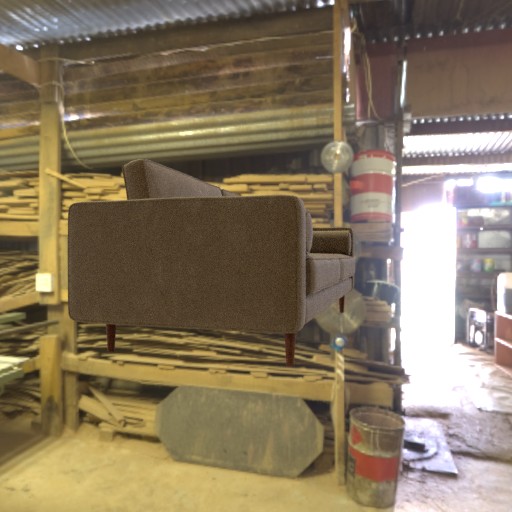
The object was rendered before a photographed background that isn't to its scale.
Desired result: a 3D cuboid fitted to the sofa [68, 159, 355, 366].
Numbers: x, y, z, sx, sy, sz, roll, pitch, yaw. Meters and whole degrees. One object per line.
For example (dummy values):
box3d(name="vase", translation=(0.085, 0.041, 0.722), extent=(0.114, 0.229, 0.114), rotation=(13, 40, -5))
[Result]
box3d(name="sofa", translation=(0.000, 0.000, 2.403), extent=(0.920, 0.769, 1.883), rotation=(0, 0, 18))
